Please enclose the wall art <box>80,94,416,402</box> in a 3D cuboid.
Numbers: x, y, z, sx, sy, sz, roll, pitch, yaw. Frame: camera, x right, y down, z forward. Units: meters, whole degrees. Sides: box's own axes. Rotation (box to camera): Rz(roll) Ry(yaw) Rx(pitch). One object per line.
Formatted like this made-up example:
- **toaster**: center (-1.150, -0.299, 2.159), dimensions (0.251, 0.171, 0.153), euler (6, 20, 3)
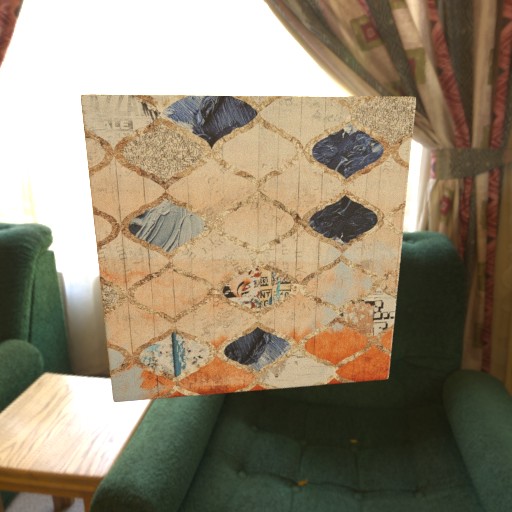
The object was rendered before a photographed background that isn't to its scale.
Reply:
- **wall art**: center (0.000, 0.000, 1.342), dimensions (0.912, 0.914, 0.039), euler (-2, 17, -8)
